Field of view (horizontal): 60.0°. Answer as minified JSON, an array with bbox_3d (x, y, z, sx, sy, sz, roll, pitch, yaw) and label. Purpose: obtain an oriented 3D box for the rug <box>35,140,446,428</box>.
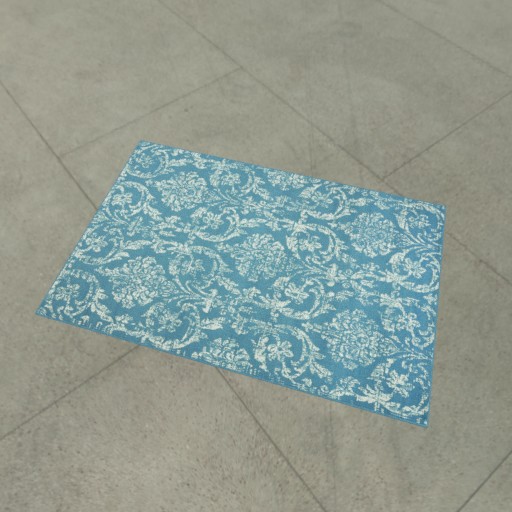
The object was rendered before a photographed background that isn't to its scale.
[{"bbox_3d":[0.000,0.000,3.405,2.746,0.018,1.816,14,59,9],"label":"rug"}]
